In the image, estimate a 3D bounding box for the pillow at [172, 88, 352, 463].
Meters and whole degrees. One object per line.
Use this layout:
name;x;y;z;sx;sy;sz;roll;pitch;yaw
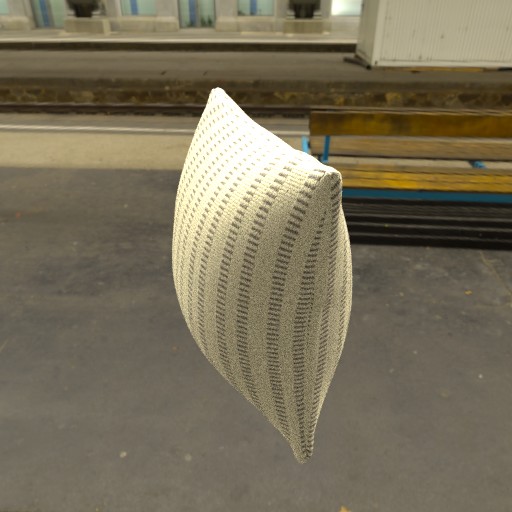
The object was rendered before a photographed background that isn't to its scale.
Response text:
pillow;0.000;0.000;0.677;0.247;0.419;0.438;-10;32;-16
